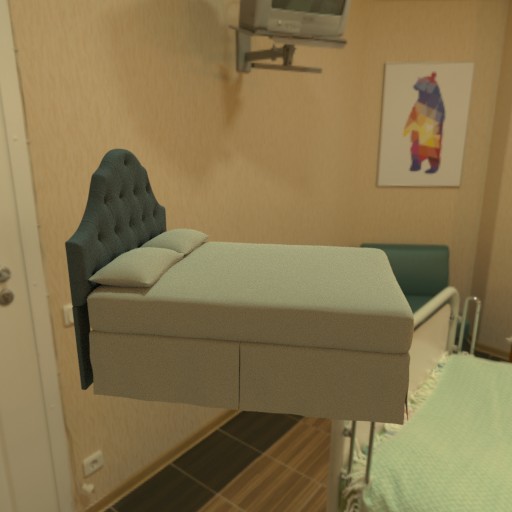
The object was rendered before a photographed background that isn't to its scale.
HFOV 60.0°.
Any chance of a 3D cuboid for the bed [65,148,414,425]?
[{"bbox_3d":[0.000,0.000,3.363,2.155,1.575,1.636,2,15,9],"label":"bed"}]
